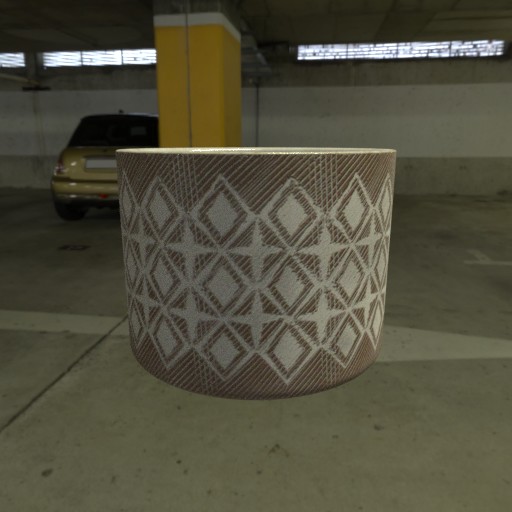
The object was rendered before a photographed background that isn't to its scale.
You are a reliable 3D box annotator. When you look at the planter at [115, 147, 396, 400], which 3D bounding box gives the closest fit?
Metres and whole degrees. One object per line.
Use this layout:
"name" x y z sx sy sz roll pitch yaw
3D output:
"planter" 0.000 0.000 0.222 0.126 0.104 0.126 0 14 0
